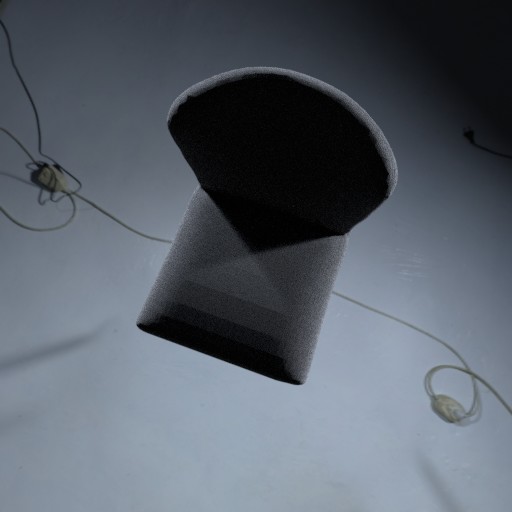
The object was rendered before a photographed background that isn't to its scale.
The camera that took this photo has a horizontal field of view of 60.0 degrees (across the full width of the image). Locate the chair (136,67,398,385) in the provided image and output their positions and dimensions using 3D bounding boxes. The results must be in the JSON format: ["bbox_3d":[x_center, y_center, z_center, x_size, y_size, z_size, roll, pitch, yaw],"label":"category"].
[{"bbox_3d":[0.000,0.000,1.224,0.491,0.839,0.589,19,77,5],"label":"chair"}]
